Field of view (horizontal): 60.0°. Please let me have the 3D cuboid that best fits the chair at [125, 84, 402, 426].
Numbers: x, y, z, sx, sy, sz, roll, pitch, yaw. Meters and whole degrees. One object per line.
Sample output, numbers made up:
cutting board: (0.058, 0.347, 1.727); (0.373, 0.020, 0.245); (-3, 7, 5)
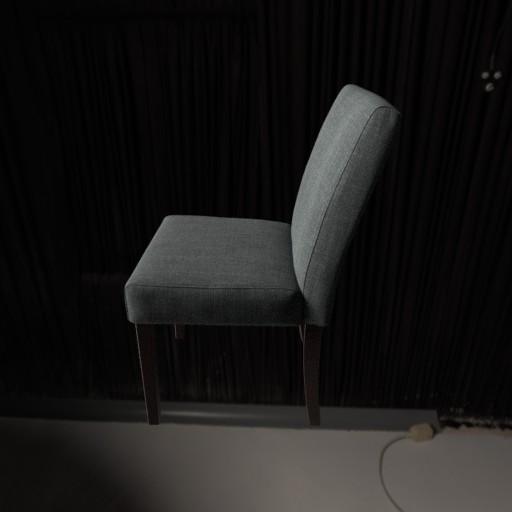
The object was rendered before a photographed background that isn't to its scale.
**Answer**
chair: (0.000, 0.000, 1.267); (0.629, 0.884, 0.487); (1, 26, 2)
